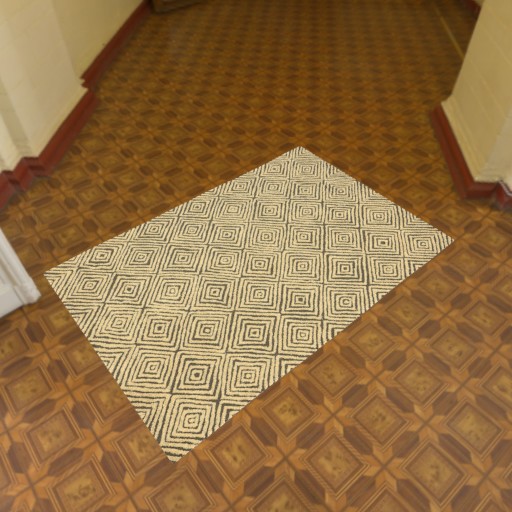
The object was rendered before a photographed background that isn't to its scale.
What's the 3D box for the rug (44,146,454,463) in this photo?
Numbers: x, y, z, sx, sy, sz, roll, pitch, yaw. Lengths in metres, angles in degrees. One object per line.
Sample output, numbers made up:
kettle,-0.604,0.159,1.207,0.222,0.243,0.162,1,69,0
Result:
rug,0.000,0.000,2.255,1.750,0.004,1.177,-31,54,-26
